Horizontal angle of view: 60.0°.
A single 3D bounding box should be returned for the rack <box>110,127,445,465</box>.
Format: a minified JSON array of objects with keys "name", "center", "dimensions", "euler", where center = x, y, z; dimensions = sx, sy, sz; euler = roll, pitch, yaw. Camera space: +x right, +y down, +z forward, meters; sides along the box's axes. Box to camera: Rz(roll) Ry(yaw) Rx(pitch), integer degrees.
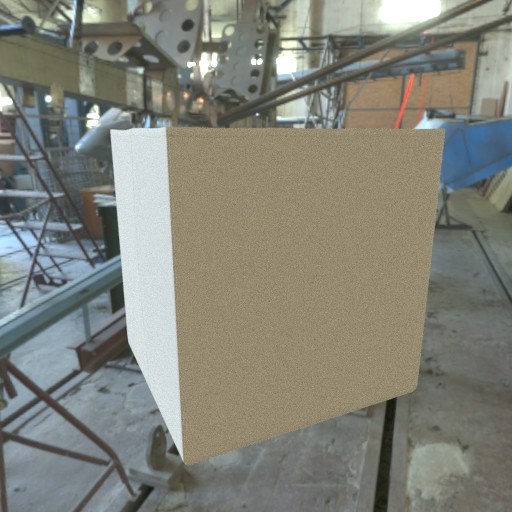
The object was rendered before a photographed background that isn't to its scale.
[{"name":"rack","center":[0.000,0.000,0.508],"dimensions":[0.270,0.280,0.270],"euler":[-7,17,-25]}]
